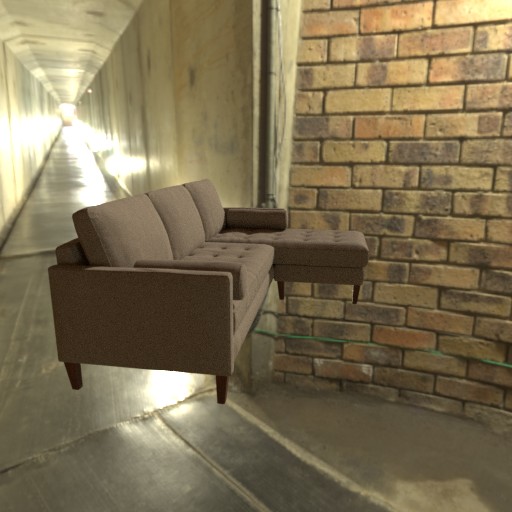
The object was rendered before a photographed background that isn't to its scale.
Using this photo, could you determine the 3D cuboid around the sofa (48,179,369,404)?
[{"bbox_3d":[0.000,0.000,2.898,1.506,0.875,2.178,2,14,10],"label":"sofa"}]
